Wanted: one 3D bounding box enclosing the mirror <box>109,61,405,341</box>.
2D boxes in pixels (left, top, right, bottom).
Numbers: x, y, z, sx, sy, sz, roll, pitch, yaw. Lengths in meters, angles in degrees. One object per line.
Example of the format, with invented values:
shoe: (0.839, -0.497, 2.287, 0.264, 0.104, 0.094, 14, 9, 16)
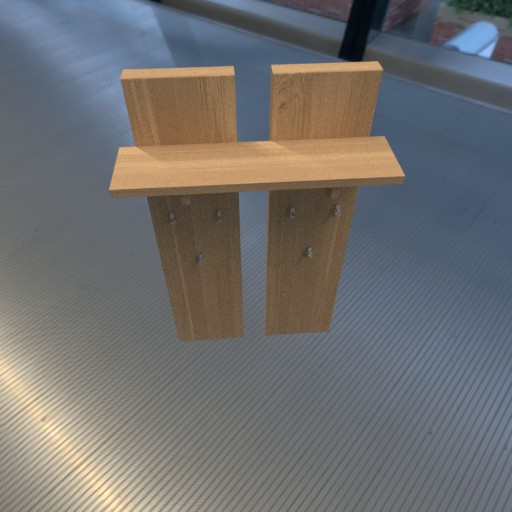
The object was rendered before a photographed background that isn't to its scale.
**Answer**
mirror: (0.000, 0.000, 1.584, 0.800, 1.250, 0.260, -3, 46, -3)
